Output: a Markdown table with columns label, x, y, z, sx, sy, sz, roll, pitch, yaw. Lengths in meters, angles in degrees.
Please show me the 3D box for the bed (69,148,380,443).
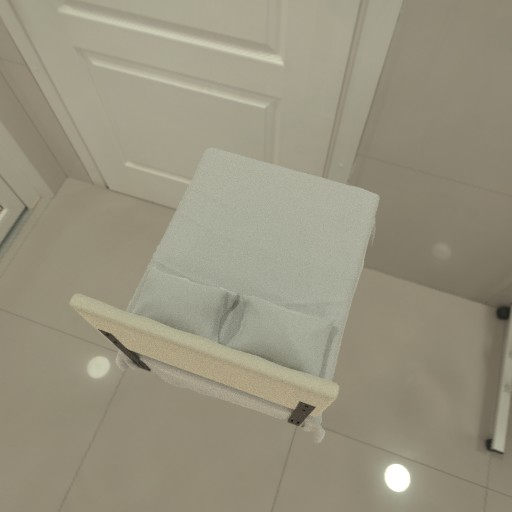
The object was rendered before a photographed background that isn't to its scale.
| label | x | y | z | sx | sy | sz | roll | pitch | yaw |
| --- | --- | --- | --- | --- | --- | --- | --- | --- | --- |
| bed | 0.000 | 0.000 | 3.591 | 1.936 | 1.577 | 2.222 | 17 | 65 | 8 |
